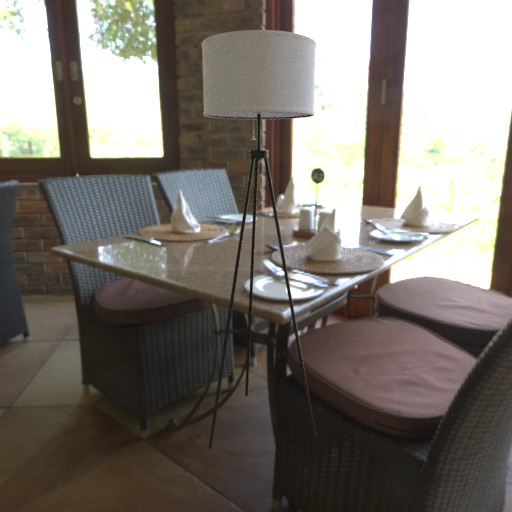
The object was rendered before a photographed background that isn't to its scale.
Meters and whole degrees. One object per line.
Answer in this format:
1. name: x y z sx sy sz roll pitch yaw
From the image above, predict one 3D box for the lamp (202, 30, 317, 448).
1. lamp: 0.000 0.000 1.746 0.448 1.545 0.458 13 19 42
